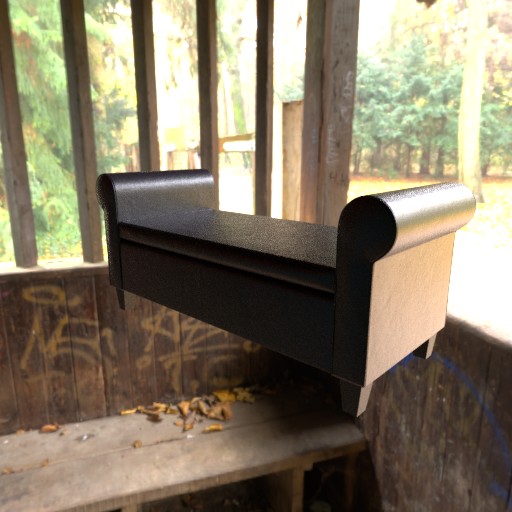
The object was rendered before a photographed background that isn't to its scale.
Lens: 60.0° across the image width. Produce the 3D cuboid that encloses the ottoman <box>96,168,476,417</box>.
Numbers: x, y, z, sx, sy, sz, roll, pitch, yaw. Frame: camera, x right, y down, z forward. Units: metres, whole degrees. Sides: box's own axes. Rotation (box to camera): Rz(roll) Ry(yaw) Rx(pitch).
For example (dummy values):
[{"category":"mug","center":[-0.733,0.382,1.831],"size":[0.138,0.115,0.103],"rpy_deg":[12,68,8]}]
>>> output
[{"category":"ottoman","center":[0.000,0.000,1.552],"size":[1.256,0.547,0.521],"rpy_deg":[13,19,41]}]
